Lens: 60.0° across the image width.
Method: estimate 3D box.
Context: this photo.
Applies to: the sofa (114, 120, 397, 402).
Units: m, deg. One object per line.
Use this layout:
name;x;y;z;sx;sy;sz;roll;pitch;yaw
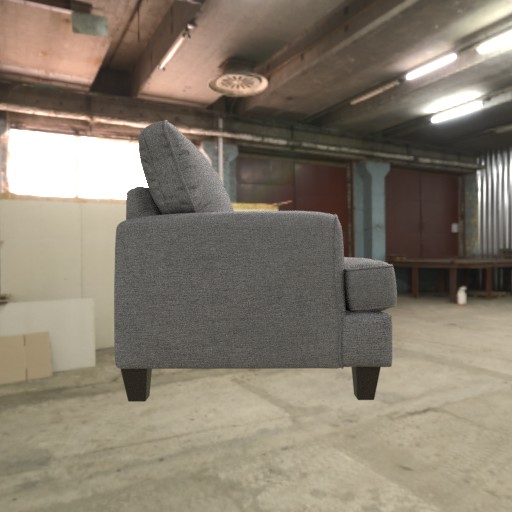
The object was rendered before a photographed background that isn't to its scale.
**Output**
sofa;0.000;0.000;2.258;0.965;0.965;1.651;0;1;0
